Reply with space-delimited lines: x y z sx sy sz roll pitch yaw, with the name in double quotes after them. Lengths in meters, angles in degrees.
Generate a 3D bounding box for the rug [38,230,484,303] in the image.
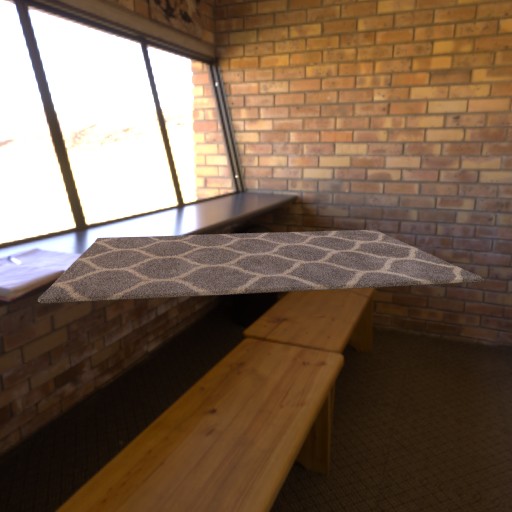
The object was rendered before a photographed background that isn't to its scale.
0.000 0.000 3.007 2.348 0.025 1.501 -2 14 -8 "rug"
